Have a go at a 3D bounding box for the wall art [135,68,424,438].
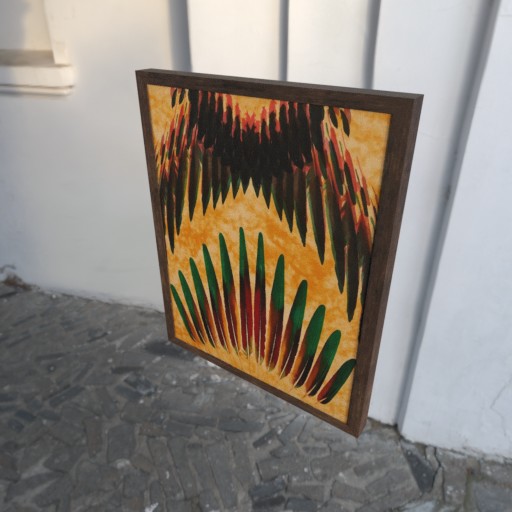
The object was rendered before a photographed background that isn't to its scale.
[{"bbox_3d":[0.000,0.000,0.547,0.329,0.406,0.027,19,34,30],"label":"wall art"}]
